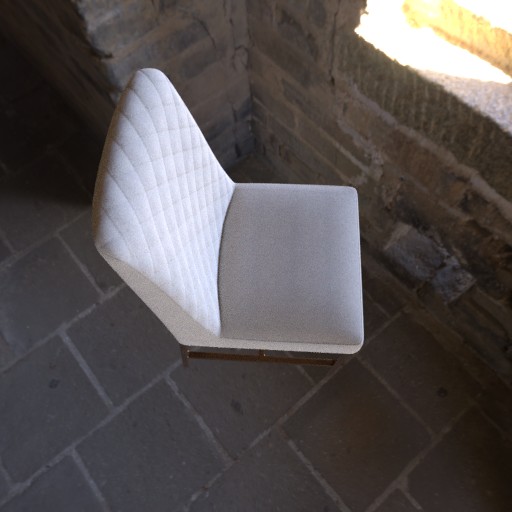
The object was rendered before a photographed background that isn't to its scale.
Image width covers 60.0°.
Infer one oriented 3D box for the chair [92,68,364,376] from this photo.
[{"bbox_3d":[0.000,0.000,1.263,0.597,0.933,0.503,3,65,1],"label":"chair"}]
